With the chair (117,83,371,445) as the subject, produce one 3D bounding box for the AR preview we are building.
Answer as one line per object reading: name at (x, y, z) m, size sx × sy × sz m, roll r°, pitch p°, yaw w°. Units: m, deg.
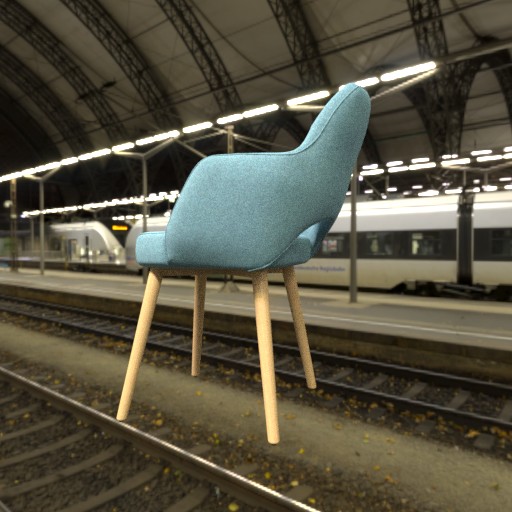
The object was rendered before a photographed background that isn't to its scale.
chair at (0.000, 0.000, 1.338) m, size 0.666 × 0.920 × 0.589 m, roll 0°, pitch 1°, yaw 19°
